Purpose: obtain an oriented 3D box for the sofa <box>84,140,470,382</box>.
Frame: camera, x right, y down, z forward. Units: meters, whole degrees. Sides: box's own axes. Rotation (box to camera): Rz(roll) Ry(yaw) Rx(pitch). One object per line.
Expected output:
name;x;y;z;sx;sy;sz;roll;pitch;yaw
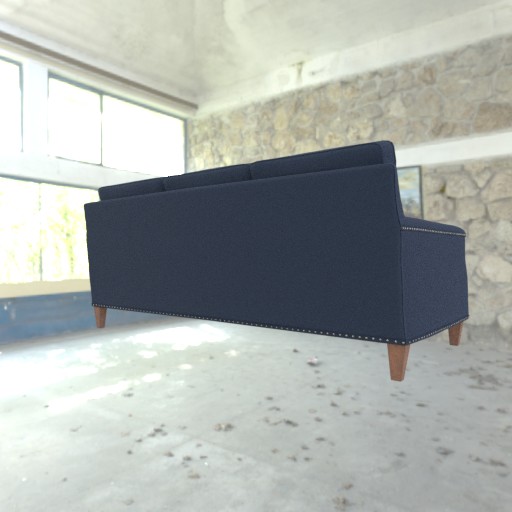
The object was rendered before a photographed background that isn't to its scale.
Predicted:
sofa;0.000;0.000;2.765;2.246;1.003;1.084;0;0;38
